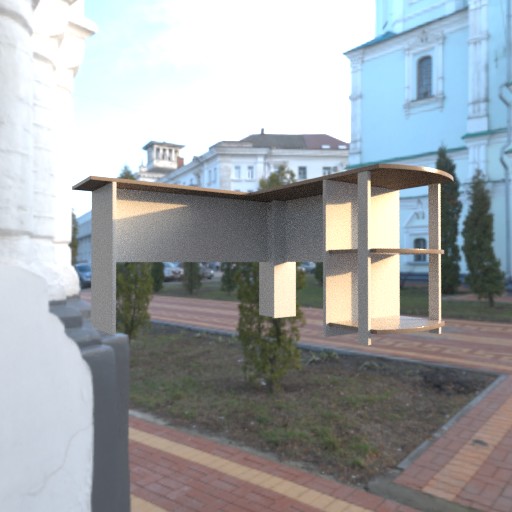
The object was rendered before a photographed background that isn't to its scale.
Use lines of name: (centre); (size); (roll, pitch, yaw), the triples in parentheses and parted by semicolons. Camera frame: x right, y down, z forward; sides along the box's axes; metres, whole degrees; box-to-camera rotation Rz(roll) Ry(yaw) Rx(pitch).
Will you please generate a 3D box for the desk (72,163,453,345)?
desk: (0.000, 0.000, 2.093); (1.361, 0.716, 1.303); (1, -1, -35)
